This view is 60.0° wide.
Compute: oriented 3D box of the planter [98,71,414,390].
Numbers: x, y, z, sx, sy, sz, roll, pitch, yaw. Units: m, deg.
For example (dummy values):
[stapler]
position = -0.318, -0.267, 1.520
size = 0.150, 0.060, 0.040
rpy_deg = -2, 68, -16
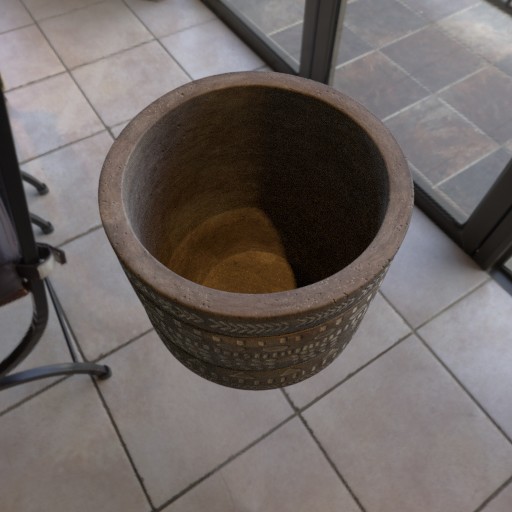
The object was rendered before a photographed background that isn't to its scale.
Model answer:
[planter]
position = 0.000, 0.000, 0.263
size = 0.142, 0.149, 0.142
rpy_deg = 0, 60, 0
